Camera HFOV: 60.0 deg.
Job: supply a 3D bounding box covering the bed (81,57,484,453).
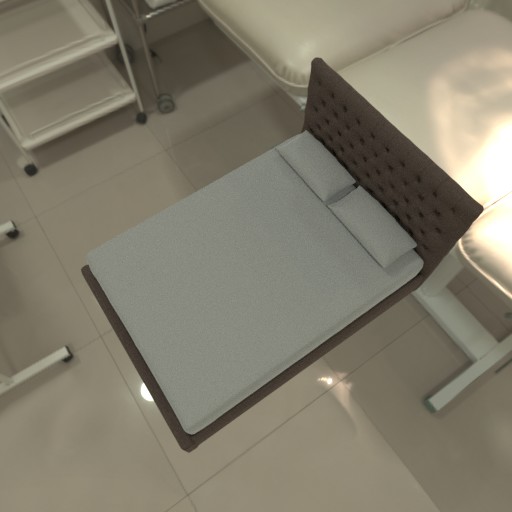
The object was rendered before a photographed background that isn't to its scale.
[{"bbox_3d":[0.000,0.000,3.402,2.387,1.427,1.698,-32,68,-15],"label":"bed"}]
